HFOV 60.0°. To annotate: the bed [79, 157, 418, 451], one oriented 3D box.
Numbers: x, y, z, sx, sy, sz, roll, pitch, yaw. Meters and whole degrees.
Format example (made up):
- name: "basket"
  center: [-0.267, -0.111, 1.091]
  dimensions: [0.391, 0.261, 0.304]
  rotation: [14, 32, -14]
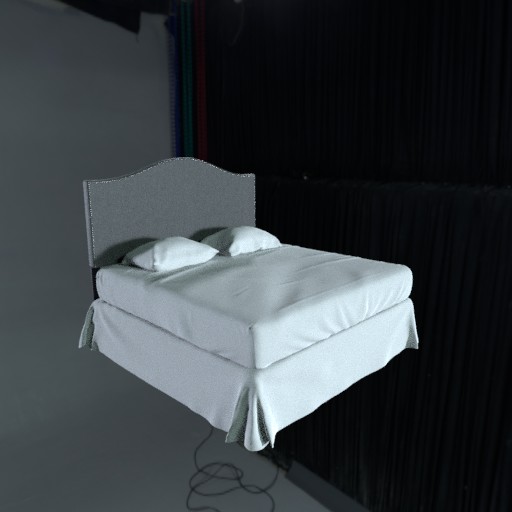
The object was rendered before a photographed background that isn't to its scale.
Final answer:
- name: "bed"
  center: [0.000, 0.000, 3.815]
  dimensions: [2.219, 1.651, 2.314]
  rotation: [12, 17, 43]
